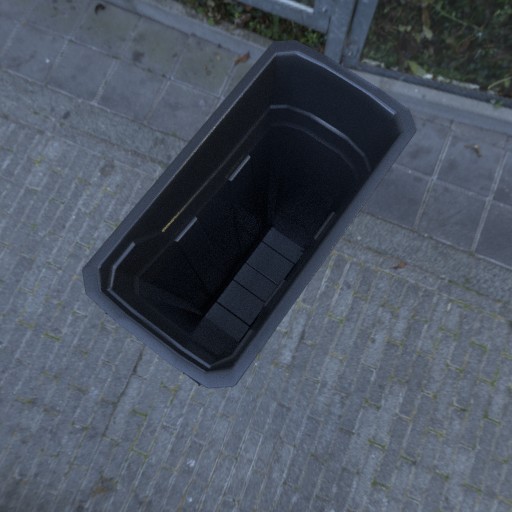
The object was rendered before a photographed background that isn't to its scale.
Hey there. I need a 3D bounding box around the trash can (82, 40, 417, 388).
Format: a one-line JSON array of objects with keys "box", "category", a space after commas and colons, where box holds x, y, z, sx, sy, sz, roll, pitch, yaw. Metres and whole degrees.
[{"box": [0.000, 0.000, 1.048, 0.281, 0.762, 0.559, 35, 79, 8], "category": "trash can"}]
